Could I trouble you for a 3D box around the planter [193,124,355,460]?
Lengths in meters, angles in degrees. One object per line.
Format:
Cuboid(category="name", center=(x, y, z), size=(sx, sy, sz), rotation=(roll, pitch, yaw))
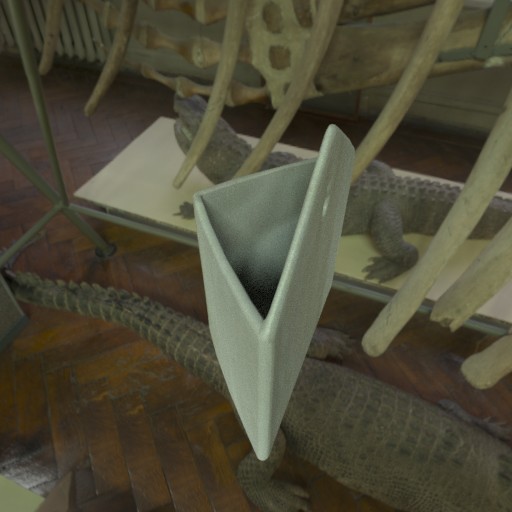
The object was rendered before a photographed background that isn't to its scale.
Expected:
Cuboid(category="planter", center=(0.000, 0.000, 0.277), size=(0.080, 0.194, 0.163), rotation=(16, 48, 15))
